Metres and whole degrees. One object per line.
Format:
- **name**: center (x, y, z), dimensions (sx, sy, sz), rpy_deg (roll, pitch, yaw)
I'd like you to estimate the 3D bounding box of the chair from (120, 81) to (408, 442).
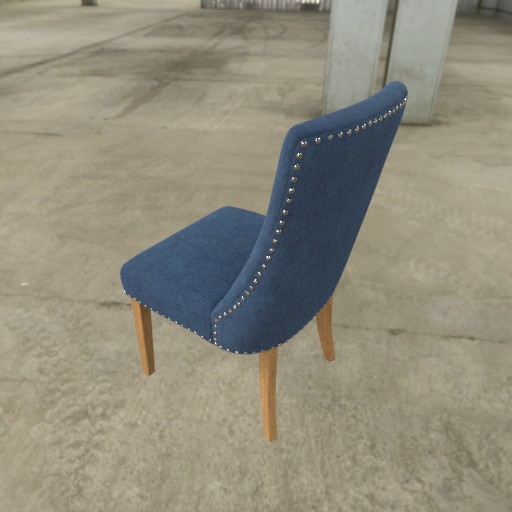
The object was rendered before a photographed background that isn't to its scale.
- **chair**: center (0.000, 0.000, 1.218), dimensions (0.610, 0.902, 0.495), rpy_deg (21, 38, 29)
